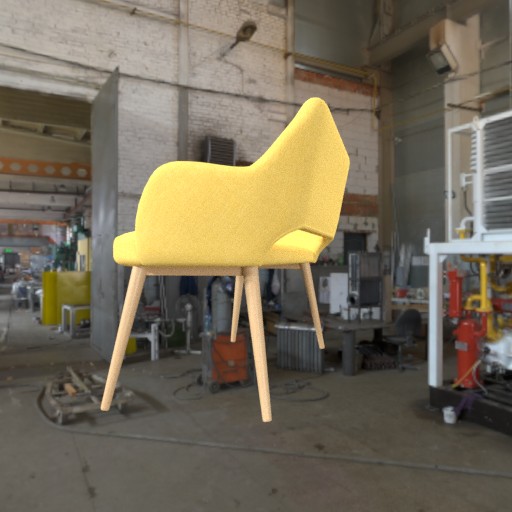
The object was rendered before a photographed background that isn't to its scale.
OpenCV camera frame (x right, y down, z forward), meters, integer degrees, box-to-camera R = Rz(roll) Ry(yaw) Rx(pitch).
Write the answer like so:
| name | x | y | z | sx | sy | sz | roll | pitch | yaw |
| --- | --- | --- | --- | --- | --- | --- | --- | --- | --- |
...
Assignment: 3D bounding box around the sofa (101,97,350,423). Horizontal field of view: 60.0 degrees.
| name | x | y | z | sx | sy | sz | roll | pitch | yaw |
| --- | --- | --- | --- | --- | --- | --- | --- | --- | --- |
| sofa | 0.000 | 0.000 | 1.605 | 0.610 | 0.840 | 1.150 | 0 | 0 | 17 |
